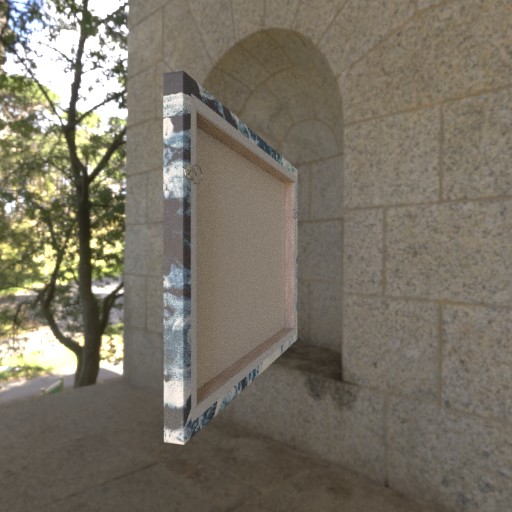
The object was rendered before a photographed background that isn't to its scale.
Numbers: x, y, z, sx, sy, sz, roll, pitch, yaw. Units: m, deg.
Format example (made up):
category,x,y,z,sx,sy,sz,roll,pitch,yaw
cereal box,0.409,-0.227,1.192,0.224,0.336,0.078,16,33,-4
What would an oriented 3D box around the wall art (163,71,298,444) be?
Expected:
category,x,y,z,sx,sy,sz,roll,pitch,yaw
wall art,0.000,0.000,1.161,0.042,0.610,0.915,0,1,17
